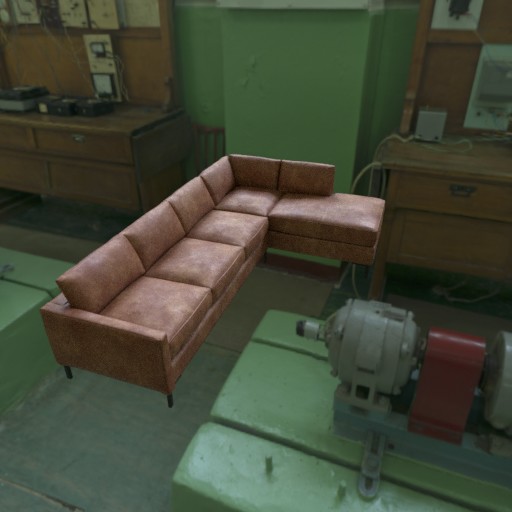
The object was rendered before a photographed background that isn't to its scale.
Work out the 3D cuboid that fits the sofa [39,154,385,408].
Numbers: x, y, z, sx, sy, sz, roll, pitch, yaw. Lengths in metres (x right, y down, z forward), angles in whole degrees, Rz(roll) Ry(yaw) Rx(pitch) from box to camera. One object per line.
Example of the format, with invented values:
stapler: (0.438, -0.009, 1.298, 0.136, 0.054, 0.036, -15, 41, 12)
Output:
sofa: (0.000, 0.000, 3.895, 1.938, 0.877, 2.984, 10, 32, 17)
